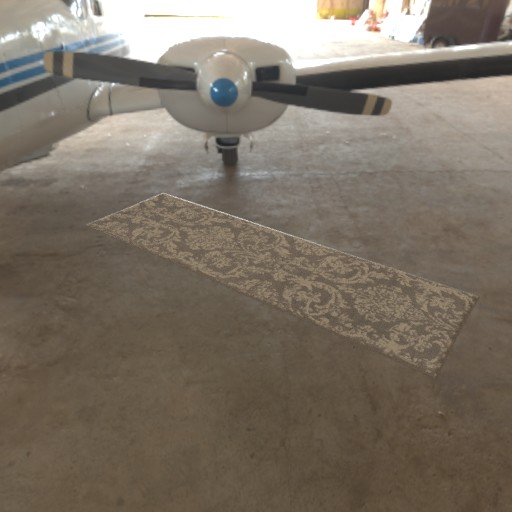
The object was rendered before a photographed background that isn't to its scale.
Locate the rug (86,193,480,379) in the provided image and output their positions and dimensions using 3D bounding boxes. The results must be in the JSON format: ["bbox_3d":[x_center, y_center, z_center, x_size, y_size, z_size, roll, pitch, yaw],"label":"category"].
[{"bbox_3d":[0.000,0.000,2.471,2.196,0.011,0.662,21,36,31],"label":"rug"}]
